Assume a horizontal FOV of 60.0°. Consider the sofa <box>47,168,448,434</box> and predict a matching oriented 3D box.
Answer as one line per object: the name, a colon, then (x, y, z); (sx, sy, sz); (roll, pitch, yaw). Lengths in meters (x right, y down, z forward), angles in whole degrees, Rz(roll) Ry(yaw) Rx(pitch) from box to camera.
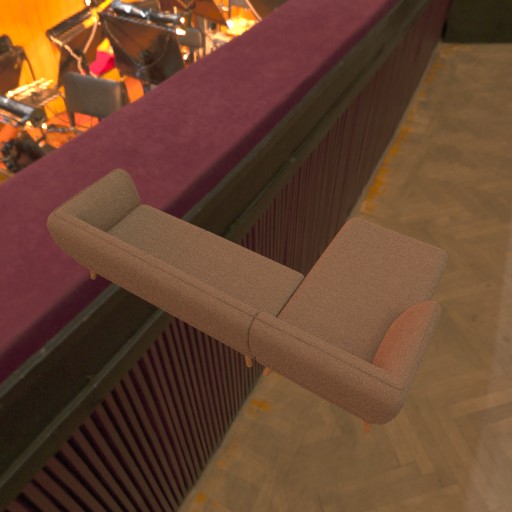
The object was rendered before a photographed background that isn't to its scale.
sofa: (0.000, 0.000, 3.338); (2.653, 0.693, 1.532); (24, 51, 22)
